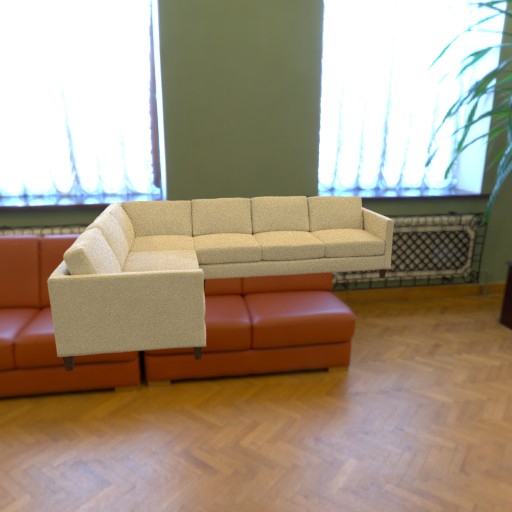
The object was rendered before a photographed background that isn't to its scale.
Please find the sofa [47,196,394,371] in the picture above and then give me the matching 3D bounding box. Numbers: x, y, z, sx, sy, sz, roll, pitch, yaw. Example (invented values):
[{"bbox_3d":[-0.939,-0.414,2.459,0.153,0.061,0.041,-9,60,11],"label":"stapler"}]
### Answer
[{"bbox_3d":[0.000,0.000,4.329,3.182,0.863,2.432,-3,16,-10],"label":"sofa"}]
